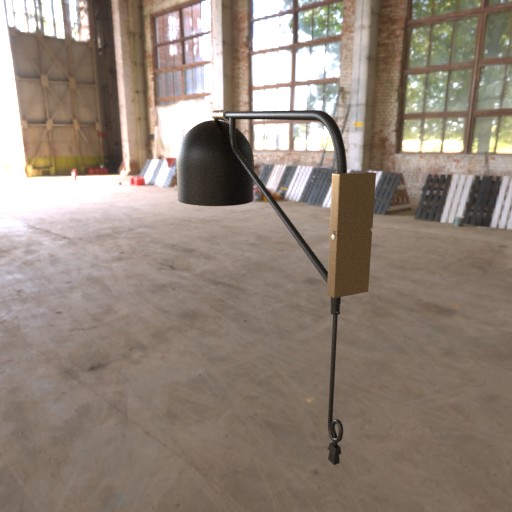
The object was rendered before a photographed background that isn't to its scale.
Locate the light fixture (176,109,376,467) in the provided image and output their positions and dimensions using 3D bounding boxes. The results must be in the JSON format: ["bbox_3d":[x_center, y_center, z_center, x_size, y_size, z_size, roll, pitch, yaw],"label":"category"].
[{"bbox_3d":[0.000,0.000,1.070,0.215,0.696,0.720,-7,16,-26],"label":"light fixture"}]
